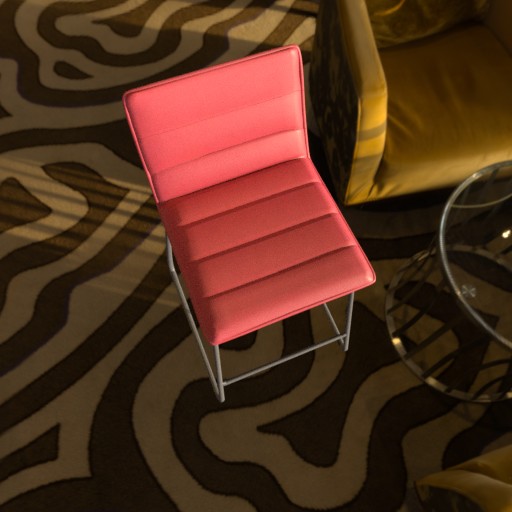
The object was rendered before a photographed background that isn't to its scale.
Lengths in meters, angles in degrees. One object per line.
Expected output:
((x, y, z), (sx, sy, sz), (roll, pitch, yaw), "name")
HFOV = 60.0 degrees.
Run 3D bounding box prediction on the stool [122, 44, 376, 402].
((0.000, 0.000, 1.189), (0.489, 0.866, 0.524), (-20, 66, -9), "stool")
